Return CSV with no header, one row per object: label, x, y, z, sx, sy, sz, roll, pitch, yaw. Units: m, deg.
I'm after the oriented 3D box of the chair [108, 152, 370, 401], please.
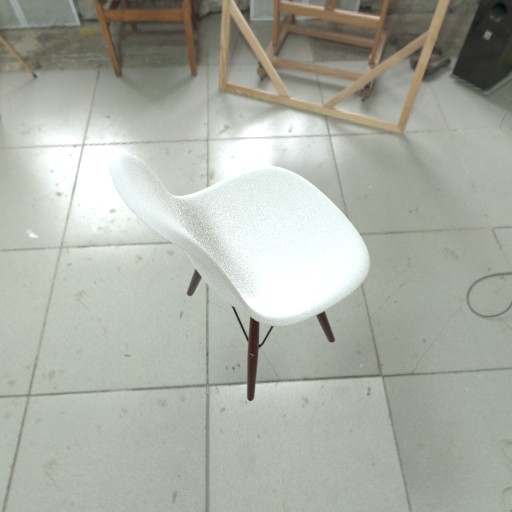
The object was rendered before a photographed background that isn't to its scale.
chair,0.000,0.000,1.150,0.533,0.826,0.470,-28,62,-17
